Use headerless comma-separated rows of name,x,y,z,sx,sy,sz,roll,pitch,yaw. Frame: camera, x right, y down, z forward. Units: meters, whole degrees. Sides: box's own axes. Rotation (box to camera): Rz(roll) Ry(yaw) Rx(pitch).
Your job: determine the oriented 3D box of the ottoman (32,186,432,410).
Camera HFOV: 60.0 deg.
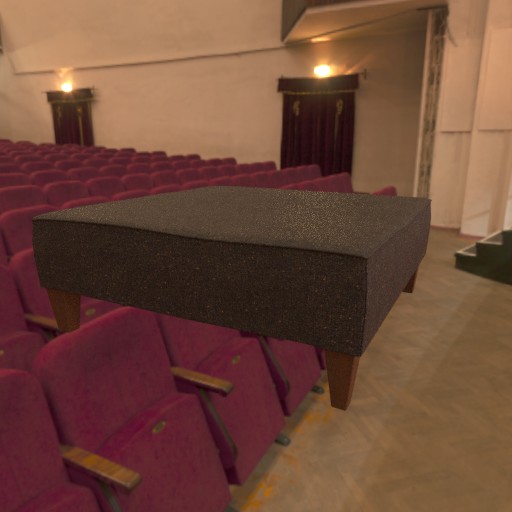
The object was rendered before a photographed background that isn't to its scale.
ottoman,0.000,0.000,1.523,1.004,0.382,0.968,8,17,27
